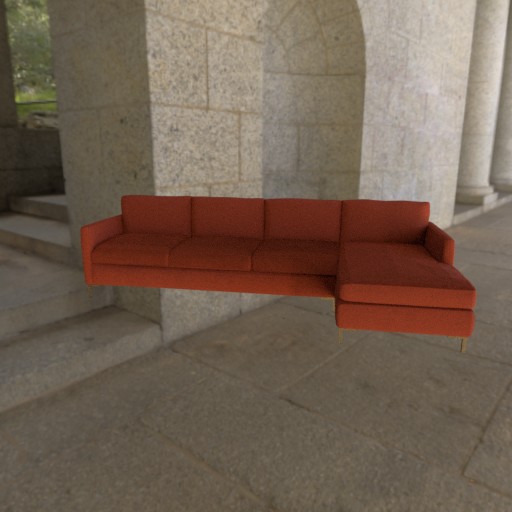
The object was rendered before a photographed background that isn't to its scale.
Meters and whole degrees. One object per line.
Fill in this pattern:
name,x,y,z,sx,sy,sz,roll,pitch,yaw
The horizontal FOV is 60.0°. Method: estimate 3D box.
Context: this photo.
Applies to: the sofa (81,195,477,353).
sofa,0.000,0.000,3.499,2.932,0.810,1.350,3,14,10
